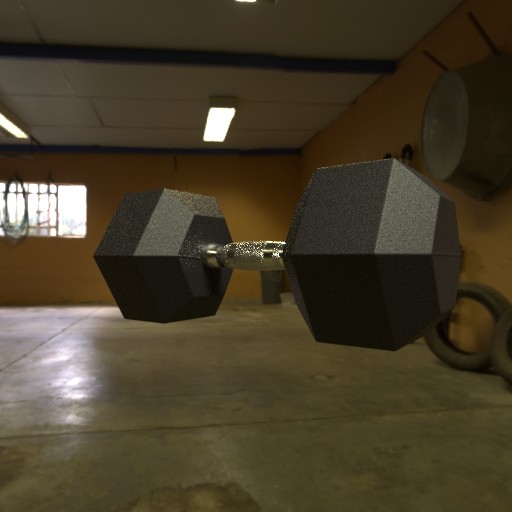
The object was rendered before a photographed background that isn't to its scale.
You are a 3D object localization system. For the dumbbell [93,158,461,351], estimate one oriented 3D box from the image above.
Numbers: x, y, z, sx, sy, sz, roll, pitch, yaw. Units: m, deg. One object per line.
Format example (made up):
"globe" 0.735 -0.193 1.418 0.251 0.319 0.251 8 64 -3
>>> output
"dumbbell" 0.000 0.000 0.472 0.384 0.150 0.173 0 -1 35
